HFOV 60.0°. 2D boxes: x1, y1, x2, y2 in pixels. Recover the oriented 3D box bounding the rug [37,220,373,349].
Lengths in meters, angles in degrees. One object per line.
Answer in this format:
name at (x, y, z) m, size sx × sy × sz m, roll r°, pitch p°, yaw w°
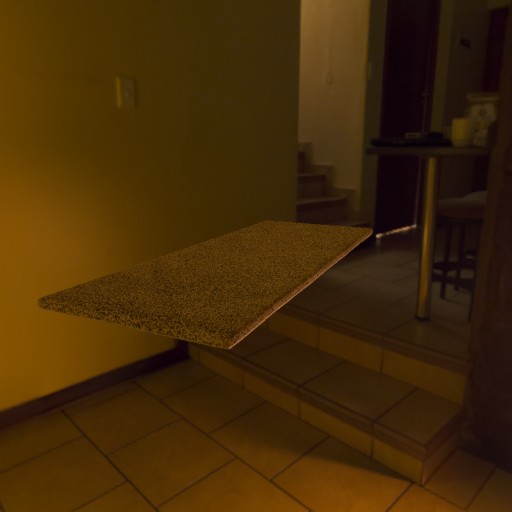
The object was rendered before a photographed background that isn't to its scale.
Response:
rug at (0.000, 0.000, 1.753) m, size 0.609 × 0.030 × 1.524 m, roll 7°, pitch 15°, yaw 25°
